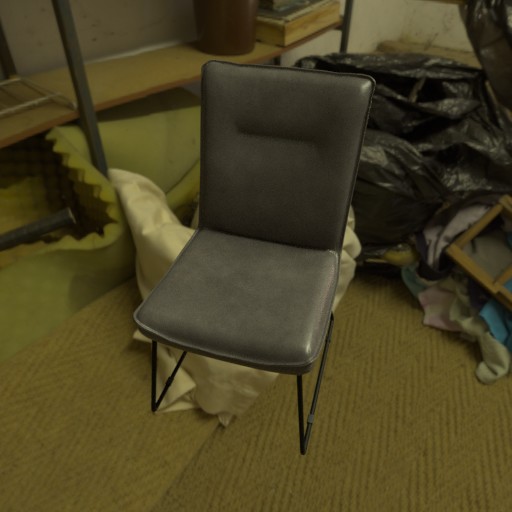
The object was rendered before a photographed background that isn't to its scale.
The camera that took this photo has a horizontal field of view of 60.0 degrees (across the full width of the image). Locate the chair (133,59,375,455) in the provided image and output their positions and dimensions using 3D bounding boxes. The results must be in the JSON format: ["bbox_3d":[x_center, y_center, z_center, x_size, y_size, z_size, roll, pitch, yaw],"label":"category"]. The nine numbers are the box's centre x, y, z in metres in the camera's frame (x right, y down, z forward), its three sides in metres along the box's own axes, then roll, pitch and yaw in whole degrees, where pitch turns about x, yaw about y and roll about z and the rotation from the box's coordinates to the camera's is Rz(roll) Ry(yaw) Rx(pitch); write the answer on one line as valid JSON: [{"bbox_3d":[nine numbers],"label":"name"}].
[{"bbox_3d":[0.000,0.000,1.346,0.515,0.932,0.688,11,41,13],"label":"chair"}]
